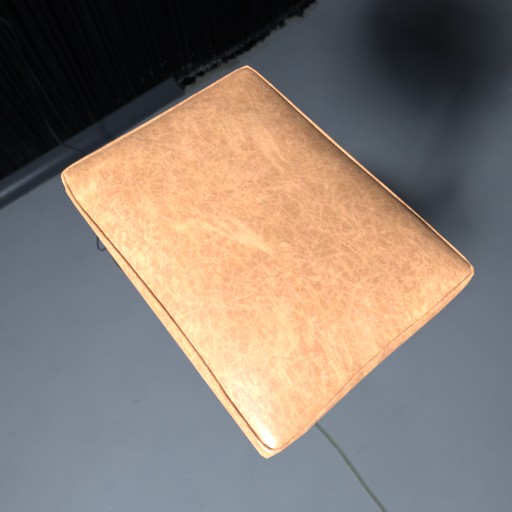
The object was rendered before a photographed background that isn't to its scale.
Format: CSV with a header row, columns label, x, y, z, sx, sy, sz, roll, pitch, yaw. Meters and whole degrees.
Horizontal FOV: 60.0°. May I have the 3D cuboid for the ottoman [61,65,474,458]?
label,x,y,z,sx,sy,sz,roll,pitch,yaw
ottoman,0.000,0.000,1.090,0.554,0.468,0.756,-36,70,-16
